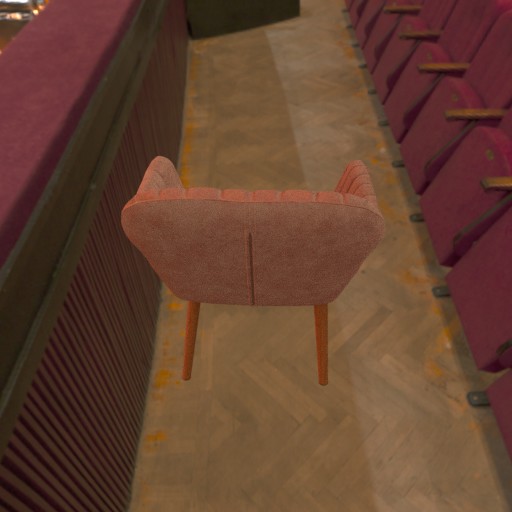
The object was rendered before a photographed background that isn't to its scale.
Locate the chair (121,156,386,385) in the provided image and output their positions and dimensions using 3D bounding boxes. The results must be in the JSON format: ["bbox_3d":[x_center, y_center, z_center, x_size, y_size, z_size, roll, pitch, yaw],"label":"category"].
[{"bbox_3d":[0.000,0.000,1.262,0.610,0.832,0.570,2,45,2],"label":"chair"}]
